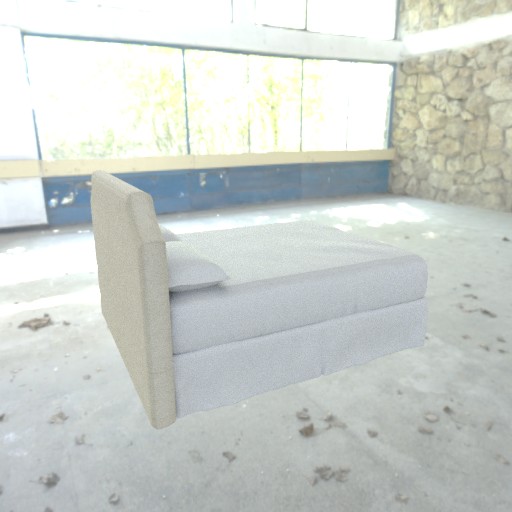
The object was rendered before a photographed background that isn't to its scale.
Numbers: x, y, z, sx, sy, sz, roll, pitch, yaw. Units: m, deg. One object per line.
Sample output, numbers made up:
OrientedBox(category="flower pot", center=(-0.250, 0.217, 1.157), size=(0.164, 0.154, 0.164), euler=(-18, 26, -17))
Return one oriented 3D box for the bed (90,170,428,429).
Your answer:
OrientedBox(category="bed", center=(0.000, 0.000, 3.466), size=(2.164, 1.297, 1.828), euler=(-8, 18, -26))
